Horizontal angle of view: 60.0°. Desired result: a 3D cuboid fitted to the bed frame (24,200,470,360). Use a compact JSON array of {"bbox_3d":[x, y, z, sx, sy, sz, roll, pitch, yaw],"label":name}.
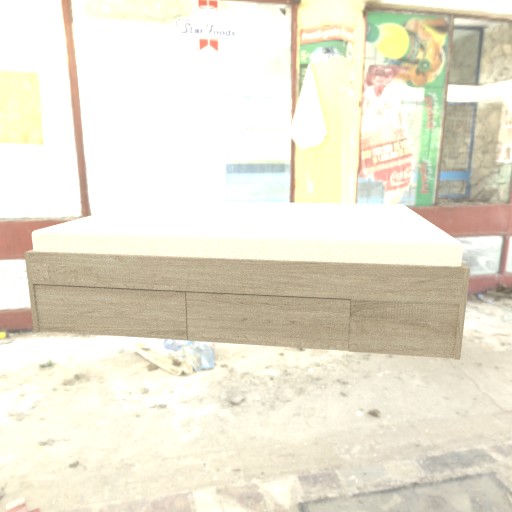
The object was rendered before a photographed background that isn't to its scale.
[{"bbox_3d":[0.000,0.000,2.634,1.944,0.490,1.448,2,13,8],"label":"bed frame"}]
